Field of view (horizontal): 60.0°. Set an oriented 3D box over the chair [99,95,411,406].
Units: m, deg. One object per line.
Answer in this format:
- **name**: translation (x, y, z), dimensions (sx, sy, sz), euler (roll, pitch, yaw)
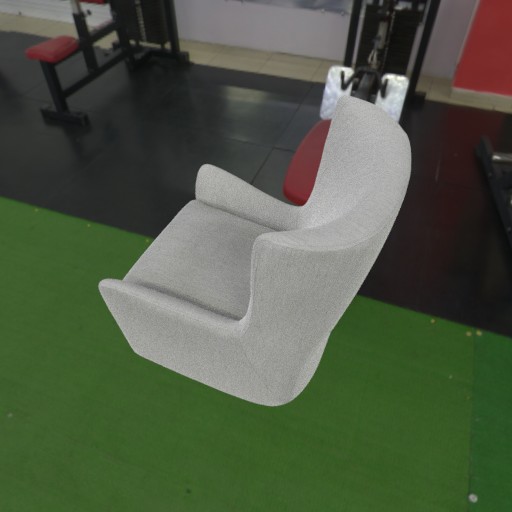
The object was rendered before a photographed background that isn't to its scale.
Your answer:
- **chair**: translation (0.000, 0.000, 1.669), dimensions (0.904, 1.000, 0.779), euler (17, 48, 16)
